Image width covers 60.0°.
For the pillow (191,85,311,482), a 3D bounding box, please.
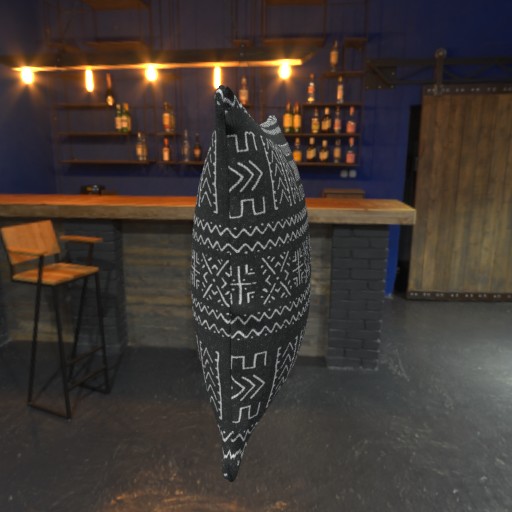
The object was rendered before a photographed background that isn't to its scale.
[{"bbox_3d":[0.000,0.000,0.656,0.164,0.430,0.438,2,13,8],"label":"pillow"}]
